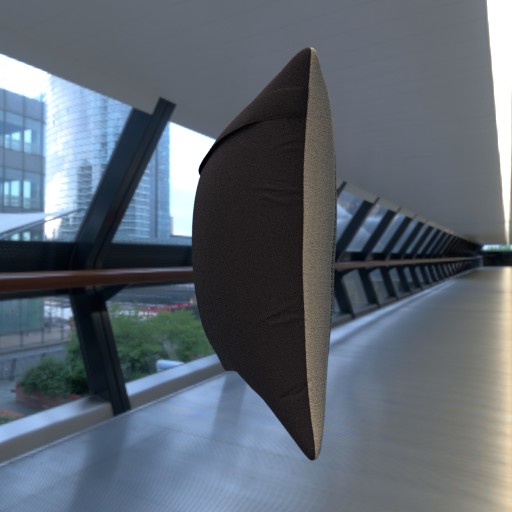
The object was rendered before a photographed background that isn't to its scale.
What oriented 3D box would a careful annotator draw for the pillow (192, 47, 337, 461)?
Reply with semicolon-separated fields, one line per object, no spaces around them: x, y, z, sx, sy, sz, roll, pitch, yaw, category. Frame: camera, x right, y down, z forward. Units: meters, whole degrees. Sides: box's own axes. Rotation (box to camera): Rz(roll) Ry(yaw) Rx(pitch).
0.000;0.000;0.621;0.173;0.406;0.405;0;-1;-16;pillow
